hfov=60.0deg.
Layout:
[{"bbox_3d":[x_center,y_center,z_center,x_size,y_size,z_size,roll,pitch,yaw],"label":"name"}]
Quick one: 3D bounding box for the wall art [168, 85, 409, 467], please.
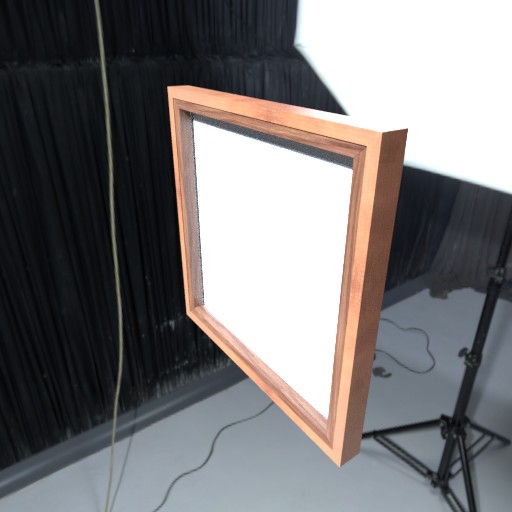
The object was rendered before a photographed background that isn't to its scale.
[{"bbox_3d":[0.000,0.000,0.606,0.035,0.403,0.403,-18,32,-31],"label":"wall art"}]
